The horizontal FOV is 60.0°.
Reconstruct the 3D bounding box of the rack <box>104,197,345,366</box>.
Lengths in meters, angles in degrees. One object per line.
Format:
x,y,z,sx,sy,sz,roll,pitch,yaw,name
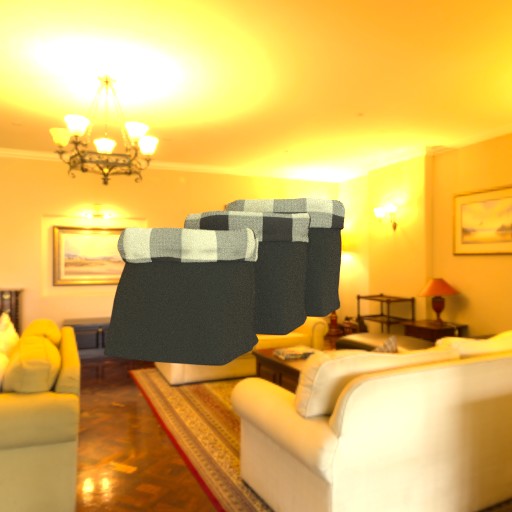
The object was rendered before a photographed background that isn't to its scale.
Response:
0.000,0.000,1.079,0.370,0.329,0.889,0,0,18,rack
